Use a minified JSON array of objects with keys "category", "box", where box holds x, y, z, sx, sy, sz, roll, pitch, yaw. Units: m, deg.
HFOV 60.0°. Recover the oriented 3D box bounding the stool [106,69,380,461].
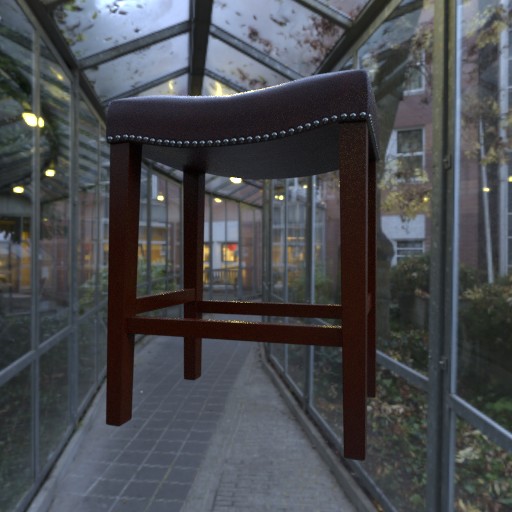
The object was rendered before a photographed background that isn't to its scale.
[{"category":"stool","box":[0.000,0.000,0.956,0.504,0.657,0.372,0,0,18]}]
